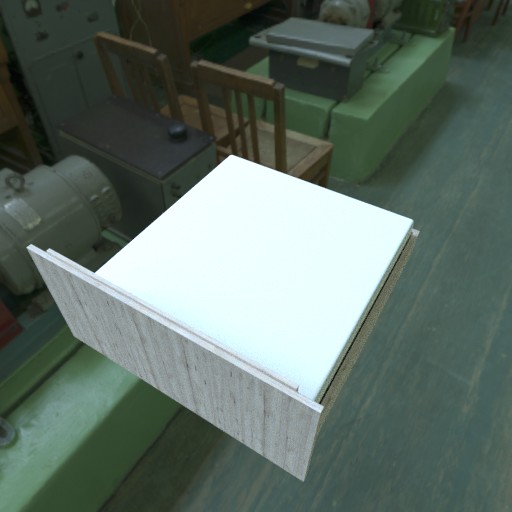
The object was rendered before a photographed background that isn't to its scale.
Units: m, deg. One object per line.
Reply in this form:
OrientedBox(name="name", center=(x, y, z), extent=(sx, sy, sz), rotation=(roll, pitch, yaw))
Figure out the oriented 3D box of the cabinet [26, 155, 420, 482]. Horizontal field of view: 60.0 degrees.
OrientedBox(name="cabinet", center=(0.000, 0.000, 3.253), extent=(1.950, 0.970, 2.080), rotation=(24, 51, 21))
